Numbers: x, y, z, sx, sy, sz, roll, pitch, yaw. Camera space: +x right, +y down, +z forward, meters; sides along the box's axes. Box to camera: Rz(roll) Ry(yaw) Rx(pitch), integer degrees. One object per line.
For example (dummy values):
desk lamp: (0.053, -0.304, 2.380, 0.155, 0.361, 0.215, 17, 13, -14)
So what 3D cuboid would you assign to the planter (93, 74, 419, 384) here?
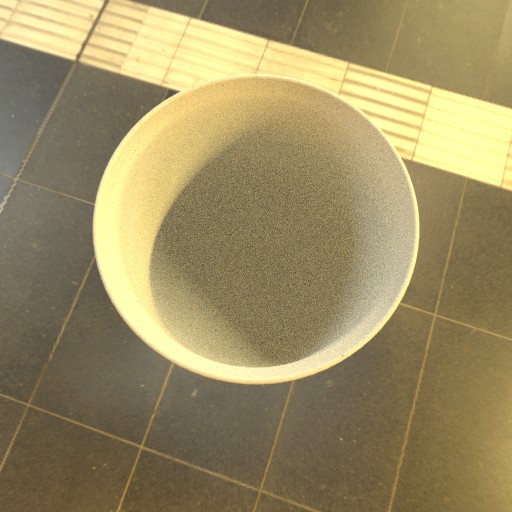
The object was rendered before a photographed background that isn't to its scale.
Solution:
planter: (0.000, 0.000, 0.491, 0.268, 0.270, 0.268, 0, 75, 0)
